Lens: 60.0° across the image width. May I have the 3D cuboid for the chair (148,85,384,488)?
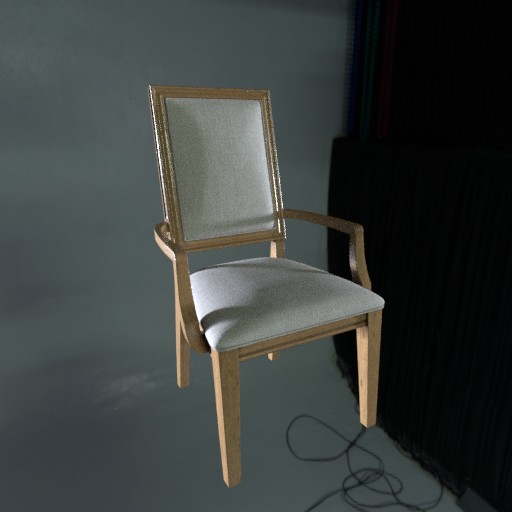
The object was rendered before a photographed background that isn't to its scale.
[{"bbox_3d":[0.000,0.000,1.342,0.606,0.990,0.602,-9,19,-28],"label":"chair"}]
